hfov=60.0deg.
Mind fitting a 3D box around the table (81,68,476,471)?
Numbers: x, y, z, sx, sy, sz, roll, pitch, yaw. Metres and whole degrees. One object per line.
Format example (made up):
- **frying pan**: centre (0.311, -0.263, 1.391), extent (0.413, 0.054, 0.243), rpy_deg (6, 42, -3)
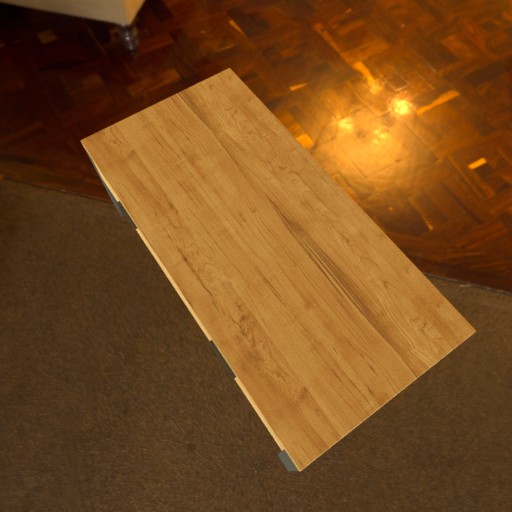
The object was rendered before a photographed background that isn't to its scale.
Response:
- **table**: centre (0.000, 0.000, 1.482), extent (0.590, 0.400, 1.180), rpy_deg (-32, 68, -14)
